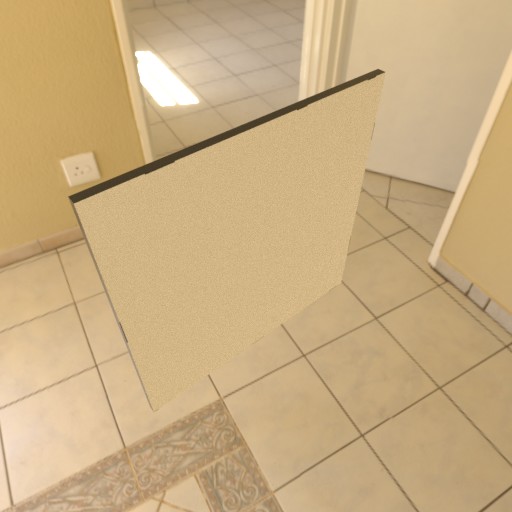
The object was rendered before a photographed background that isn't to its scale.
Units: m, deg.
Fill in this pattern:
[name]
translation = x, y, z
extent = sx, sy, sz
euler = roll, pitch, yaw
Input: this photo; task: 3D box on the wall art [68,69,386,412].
[wall art]
translation = 0.000, 0.000, 0.673
extent = 0.446, 0.445, 0.014
euler = -30, 53, -26
